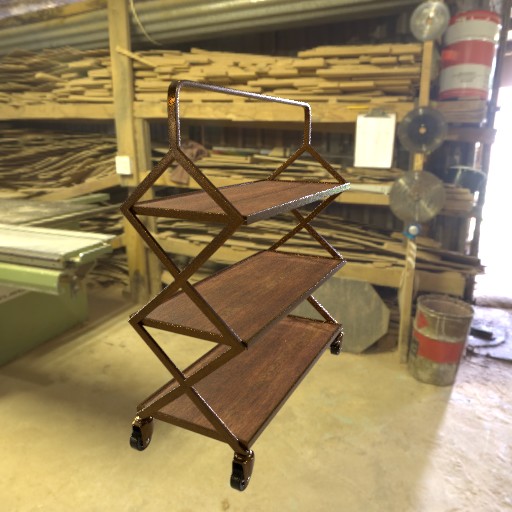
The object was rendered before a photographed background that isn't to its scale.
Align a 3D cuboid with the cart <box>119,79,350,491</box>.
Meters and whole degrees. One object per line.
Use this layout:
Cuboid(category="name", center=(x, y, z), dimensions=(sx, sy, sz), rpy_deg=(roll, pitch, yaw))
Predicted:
Cuboid(category="cart", center=(0.000, 0.000, 1.168), dimensions=(0.313, 0.805, 0.723), rpy_deg=(7, 17, 26))
